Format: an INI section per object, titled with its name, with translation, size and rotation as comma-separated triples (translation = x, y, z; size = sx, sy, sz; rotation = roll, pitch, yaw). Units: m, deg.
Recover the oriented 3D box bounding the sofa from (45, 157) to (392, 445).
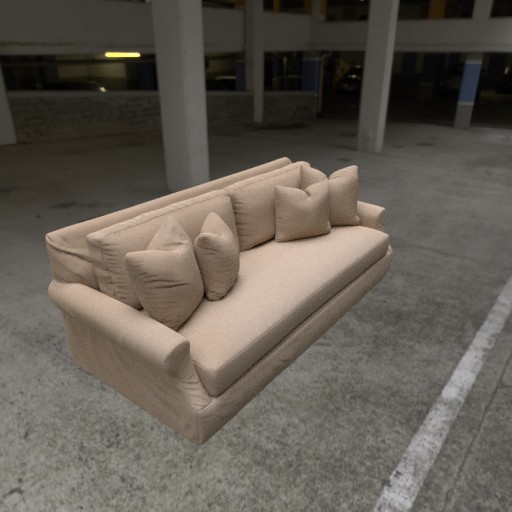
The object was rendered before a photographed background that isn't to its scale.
[sofa]
translation = 0.000, 0.000, 2.866
size = 1.067, 0.904, 2.285
rotation = 18, 31, 33
